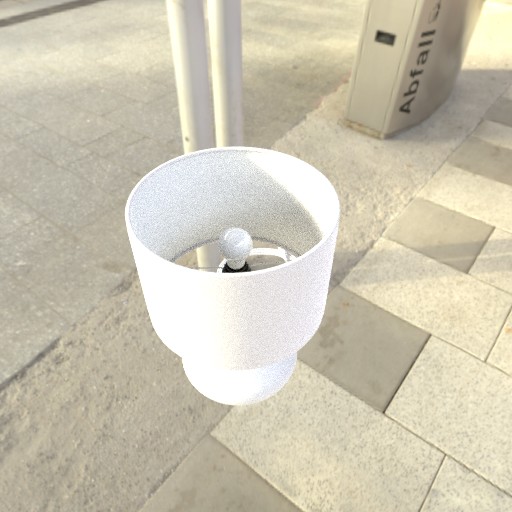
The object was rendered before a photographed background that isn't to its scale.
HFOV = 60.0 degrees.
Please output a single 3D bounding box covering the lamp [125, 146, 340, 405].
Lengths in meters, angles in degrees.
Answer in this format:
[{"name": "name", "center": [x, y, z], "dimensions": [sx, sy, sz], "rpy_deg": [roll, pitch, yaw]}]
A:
[{"name": "lamp", "center": [0.000, 0.000, 0.883], "dimensions": [0.401, 0.457, 0.546], "rpy_deg": [27, 49, 25]}]
